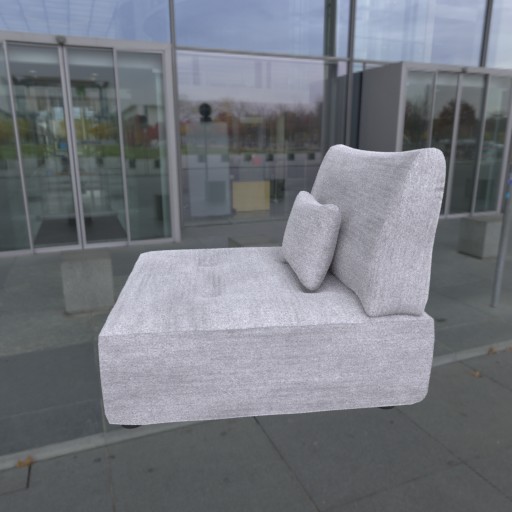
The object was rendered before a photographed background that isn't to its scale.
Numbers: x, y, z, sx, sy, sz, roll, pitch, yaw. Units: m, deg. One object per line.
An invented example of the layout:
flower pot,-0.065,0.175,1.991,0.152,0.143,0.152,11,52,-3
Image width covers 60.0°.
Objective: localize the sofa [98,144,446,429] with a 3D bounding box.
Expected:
sofa,0.000,0.000,1.701,1.000,0.820,0.930,-2,15,-7
